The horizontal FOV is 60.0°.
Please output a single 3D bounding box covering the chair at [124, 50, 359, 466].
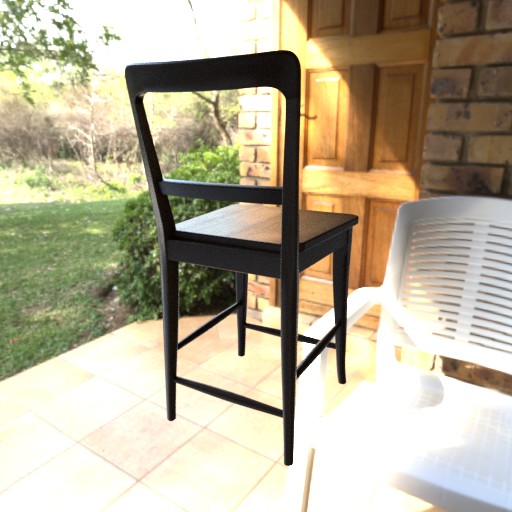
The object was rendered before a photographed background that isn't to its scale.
[{"bbox_3d":[0.000,0.000,1.267,0.450,0.991,0.546,9,18,27],"label":"chair"}]
